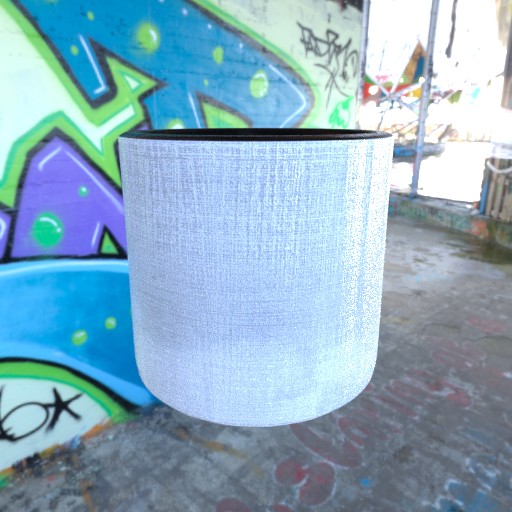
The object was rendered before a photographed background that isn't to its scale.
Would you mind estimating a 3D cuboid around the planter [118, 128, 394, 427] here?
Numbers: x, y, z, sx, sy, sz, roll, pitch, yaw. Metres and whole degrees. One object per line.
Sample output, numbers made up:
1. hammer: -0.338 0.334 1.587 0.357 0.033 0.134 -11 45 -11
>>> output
1. planter: 0.000 0.000 0.286 0.160 0.156 0.160 0 17 0
